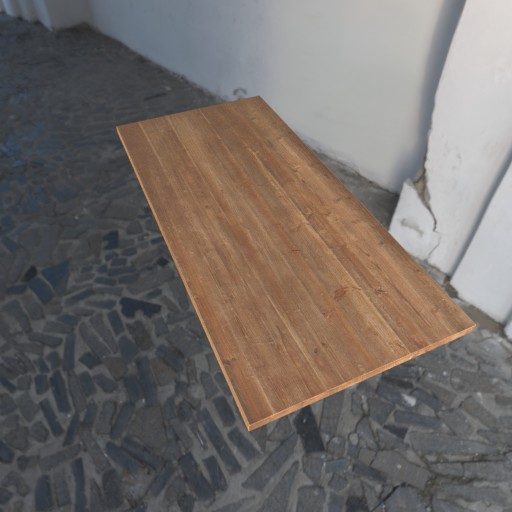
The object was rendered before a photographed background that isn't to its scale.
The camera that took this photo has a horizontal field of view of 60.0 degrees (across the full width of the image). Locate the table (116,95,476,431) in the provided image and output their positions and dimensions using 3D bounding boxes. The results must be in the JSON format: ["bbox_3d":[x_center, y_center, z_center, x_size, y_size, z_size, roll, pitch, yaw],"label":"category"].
[{"bbox_3d":[0.000,0.000,2.465,0.952,0.760,2.003,-18,49,-16],"label":"table"}]
